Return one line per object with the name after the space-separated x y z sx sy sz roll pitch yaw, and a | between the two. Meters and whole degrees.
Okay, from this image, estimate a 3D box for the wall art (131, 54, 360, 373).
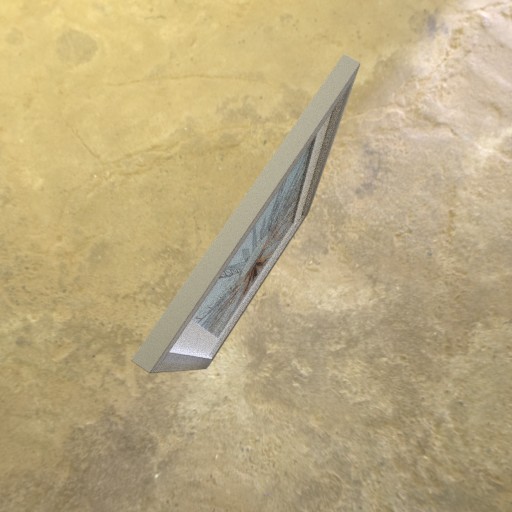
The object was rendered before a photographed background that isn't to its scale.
0.000 0.000 0.794 0.029 0.558 0.458 32 78 7 | wall art
